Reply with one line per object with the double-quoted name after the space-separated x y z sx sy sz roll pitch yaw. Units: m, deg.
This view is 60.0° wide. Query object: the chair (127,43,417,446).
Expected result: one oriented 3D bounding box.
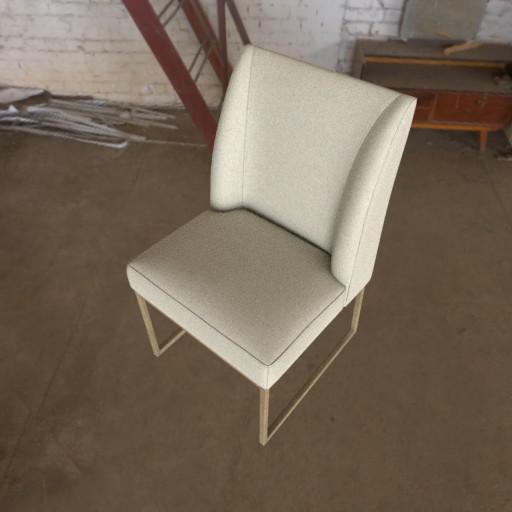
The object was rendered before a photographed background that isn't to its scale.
0.000 0.000 1.201 0.508 0.863 0.522 31 53 26 "chair"
